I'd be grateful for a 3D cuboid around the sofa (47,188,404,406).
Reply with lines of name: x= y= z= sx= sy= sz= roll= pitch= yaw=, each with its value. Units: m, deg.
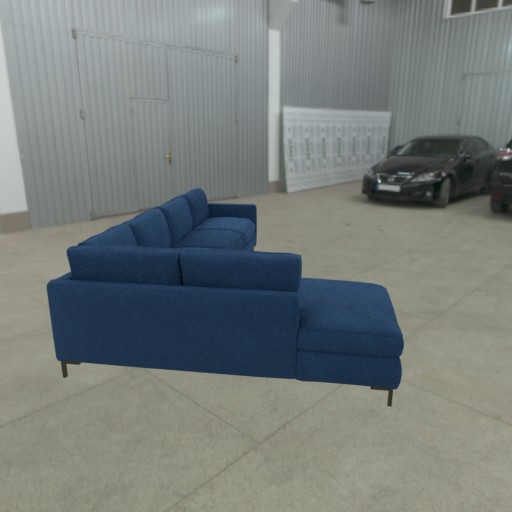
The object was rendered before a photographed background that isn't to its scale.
sofa: x=0.000 y=0.000 z=3.806 sx=2.007 sy=0.815 sz=2.949 roll=2 pitch=16 yaw=8
